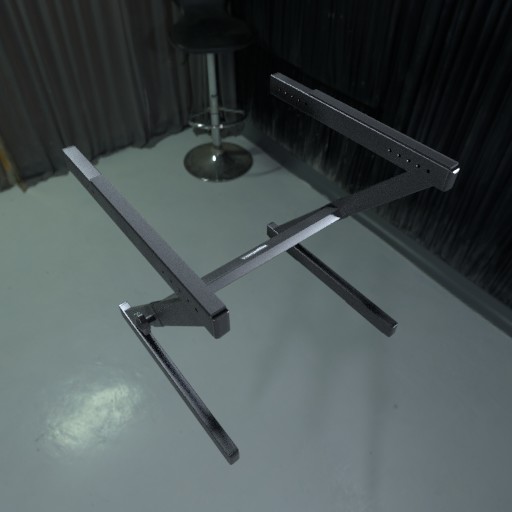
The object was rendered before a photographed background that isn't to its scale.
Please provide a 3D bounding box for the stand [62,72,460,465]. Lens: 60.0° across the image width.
[{"bbox_3d":[0.000,0.000,1.160,0.700,0.617,0.586,-30,53,-26],"label":"stand"}]
